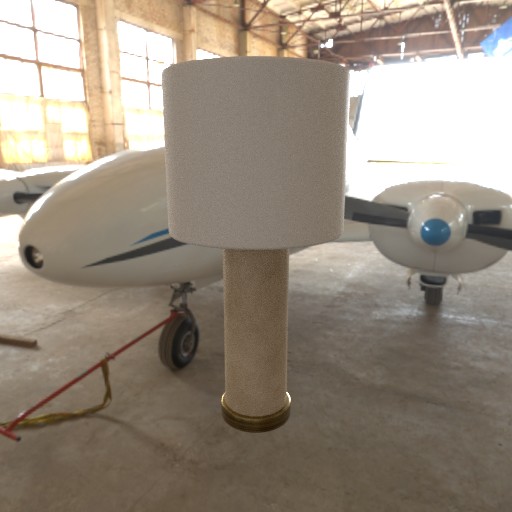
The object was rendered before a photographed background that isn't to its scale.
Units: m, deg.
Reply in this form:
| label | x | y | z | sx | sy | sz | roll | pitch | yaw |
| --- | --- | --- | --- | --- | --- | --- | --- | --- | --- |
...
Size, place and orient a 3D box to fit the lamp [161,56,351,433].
| label | x | y | z | sx | sy | sz | roll | pitch | yaw |
| --- | --- | --- | --- | --- | --- | --- | --- | --- | --- |
| lamp | 0.000 | 0.000 | 0.801 | 0.305 | 0.634 | 0.305 | -7 | 16 | -26 |
